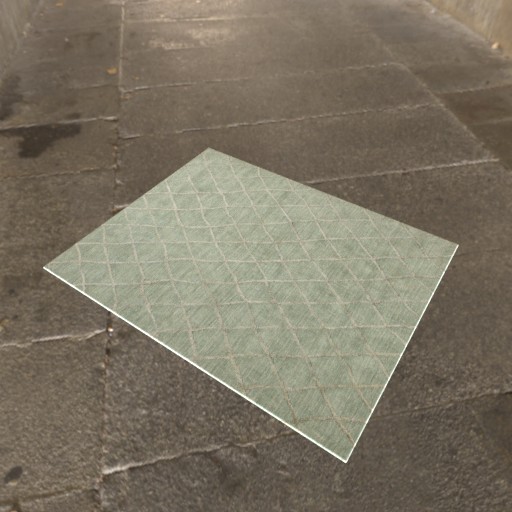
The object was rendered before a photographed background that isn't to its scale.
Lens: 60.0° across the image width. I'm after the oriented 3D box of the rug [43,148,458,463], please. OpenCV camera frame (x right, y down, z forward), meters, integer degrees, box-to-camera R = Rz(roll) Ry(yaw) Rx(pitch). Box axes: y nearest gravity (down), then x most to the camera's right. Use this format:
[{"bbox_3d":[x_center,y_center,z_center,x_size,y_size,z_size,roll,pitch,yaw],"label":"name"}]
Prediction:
[{"bbox_3d":[0.000,0.000,4.135,3.039,0.019,2.420,26,51,23],"label":"rug"}]
